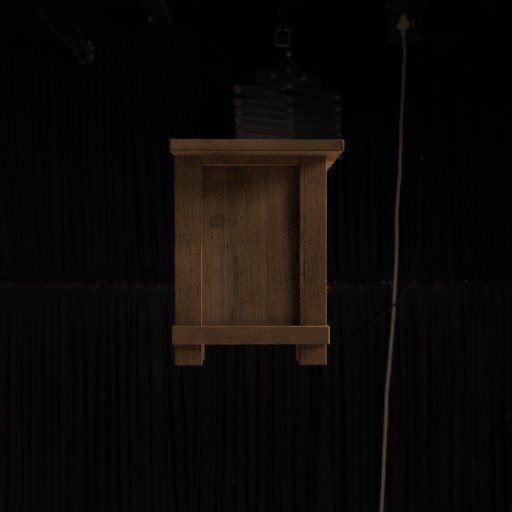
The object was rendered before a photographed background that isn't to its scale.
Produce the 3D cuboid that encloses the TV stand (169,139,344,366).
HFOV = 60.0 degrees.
[{"bbox_3d":[0.000,0.000,1.998,0.453,0.573,1.804,0,0,-1],"label":"TV stand"}]
